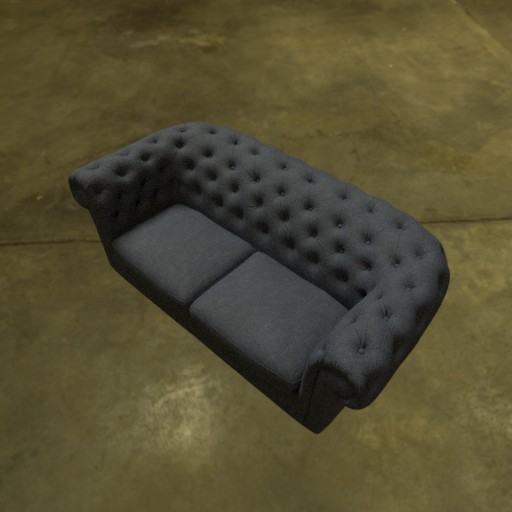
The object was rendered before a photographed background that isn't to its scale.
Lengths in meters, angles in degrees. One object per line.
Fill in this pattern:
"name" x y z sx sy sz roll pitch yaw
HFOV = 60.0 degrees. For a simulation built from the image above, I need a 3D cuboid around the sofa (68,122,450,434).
"sofa" 0.000 0.000 2.531 1.988 0.833 1.082 33 55 27
